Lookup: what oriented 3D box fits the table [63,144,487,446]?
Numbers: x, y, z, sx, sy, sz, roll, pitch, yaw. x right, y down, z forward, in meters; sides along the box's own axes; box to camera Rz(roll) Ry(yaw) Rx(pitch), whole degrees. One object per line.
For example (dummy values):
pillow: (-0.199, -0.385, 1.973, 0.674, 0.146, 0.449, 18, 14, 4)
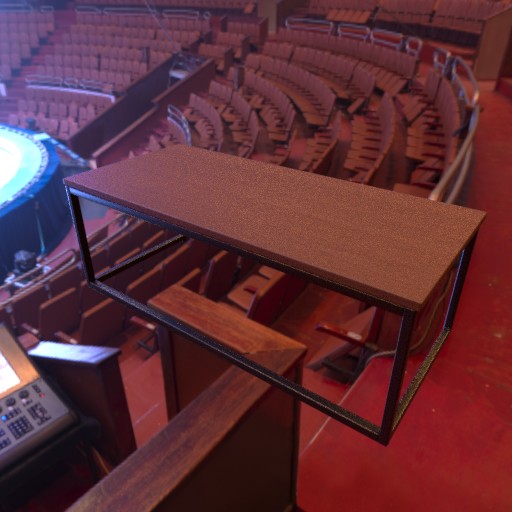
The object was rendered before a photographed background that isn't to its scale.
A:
table: (0.000, 0.000, 1.339, 1.100, 0.400, 0.500, 20, 35, 31)
